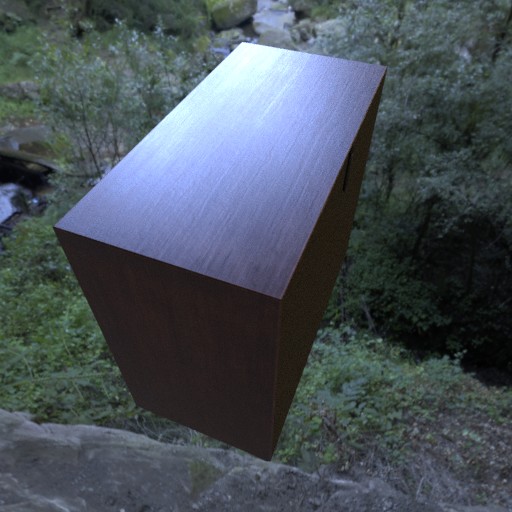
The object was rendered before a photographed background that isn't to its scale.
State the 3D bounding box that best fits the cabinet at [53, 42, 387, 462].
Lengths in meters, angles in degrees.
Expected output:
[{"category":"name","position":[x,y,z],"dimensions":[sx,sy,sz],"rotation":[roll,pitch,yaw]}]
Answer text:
[{"category":"cabinet","position":[0.000,0.000,1.217],"dimensions":[0.412,0.785,0.796],"rotation":[17,50,15]}]
